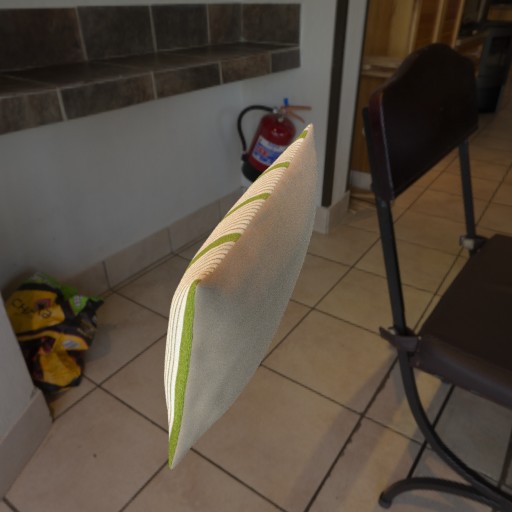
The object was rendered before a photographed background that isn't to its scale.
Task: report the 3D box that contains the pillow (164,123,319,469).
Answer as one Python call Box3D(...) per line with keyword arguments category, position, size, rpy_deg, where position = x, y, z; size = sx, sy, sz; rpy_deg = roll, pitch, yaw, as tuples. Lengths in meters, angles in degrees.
Box3D(category="pillow", position=(0.000, 0.000, 0.729), size=(0.156, 0.292, 0.608), rpy_deg=(8, 31, 14))
